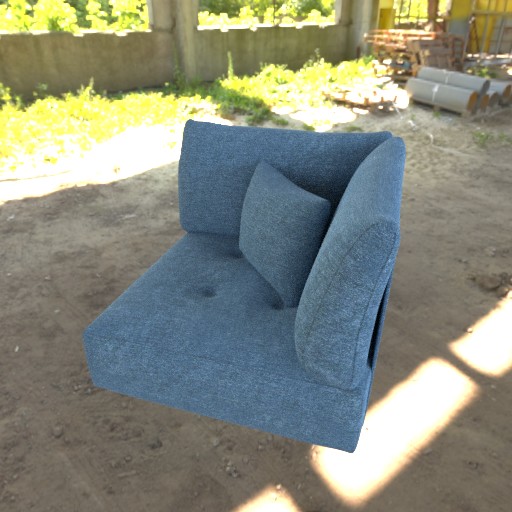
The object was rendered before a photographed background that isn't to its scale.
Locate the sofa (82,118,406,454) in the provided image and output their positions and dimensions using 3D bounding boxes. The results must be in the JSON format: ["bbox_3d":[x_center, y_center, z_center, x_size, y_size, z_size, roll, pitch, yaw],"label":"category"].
[{"bbox_3d":[0.000,0.000,1.722,1.000,0.820,1.000,9,29,15],"label":"sofa"}]
